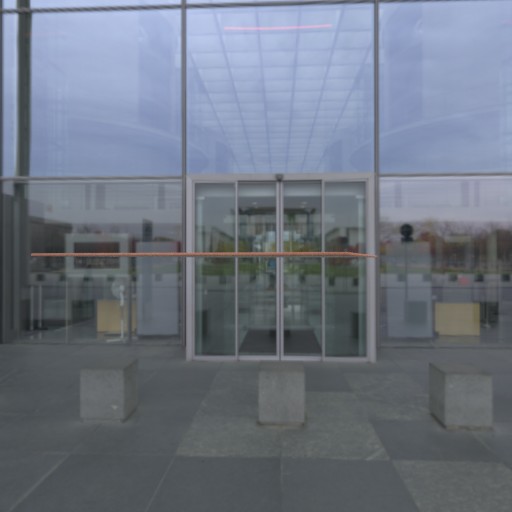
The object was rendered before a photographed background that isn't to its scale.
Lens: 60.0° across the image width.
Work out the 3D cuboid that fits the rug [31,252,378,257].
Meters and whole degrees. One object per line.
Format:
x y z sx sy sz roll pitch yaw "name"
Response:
0.000 0.000 3.083 1.524 0.014 2.438 0 0 18 "rug"
